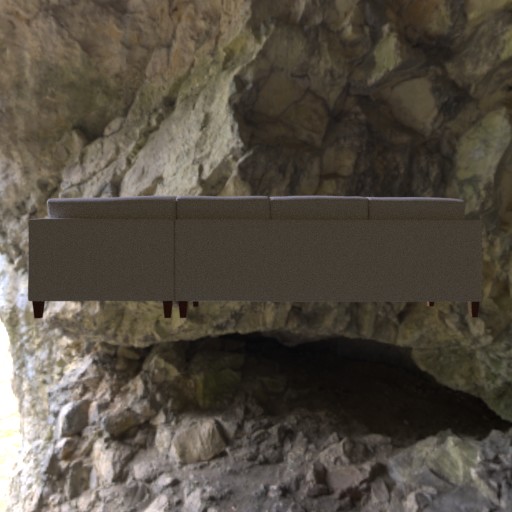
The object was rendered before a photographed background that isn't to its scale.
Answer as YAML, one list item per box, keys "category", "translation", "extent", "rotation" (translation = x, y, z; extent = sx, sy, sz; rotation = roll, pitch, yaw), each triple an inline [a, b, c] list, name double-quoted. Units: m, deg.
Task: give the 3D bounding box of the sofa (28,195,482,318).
- category: "sofa"
  translation: [0.000, 0.000, 4.125]
  extent: [3.471, 0.954, 1.599]
  rotation: [0, 0, -1]
